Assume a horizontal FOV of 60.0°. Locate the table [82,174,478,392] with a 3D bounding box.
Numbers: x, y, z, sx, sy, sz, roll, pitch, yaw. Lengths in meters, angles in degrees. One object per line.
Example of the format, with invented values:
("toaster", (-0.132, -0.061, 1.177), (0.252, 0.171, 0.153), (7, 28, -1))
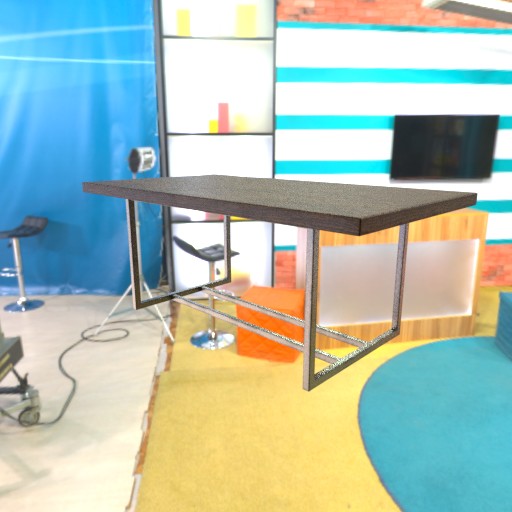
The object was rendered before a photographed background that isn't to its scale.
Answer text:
("table", (0.000, 0.000, 2.567), (1.989, 0.795, 1.078), (13, 19, 43))
